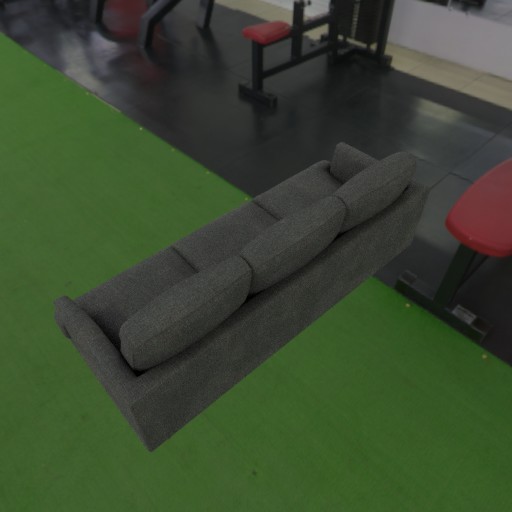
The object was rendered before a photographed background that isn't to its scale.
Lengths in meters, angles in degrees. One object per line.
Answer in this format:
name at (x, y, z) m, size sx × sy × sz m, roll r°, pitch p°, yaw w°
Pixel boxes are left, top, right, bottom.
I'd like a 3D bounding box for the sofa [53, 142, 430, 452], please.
sofa at (0.000, 0.000, 2.715) m, size 2.246 × 0.930 × 0.903 m, roll -33°, pitch 54°, yaw -28°
